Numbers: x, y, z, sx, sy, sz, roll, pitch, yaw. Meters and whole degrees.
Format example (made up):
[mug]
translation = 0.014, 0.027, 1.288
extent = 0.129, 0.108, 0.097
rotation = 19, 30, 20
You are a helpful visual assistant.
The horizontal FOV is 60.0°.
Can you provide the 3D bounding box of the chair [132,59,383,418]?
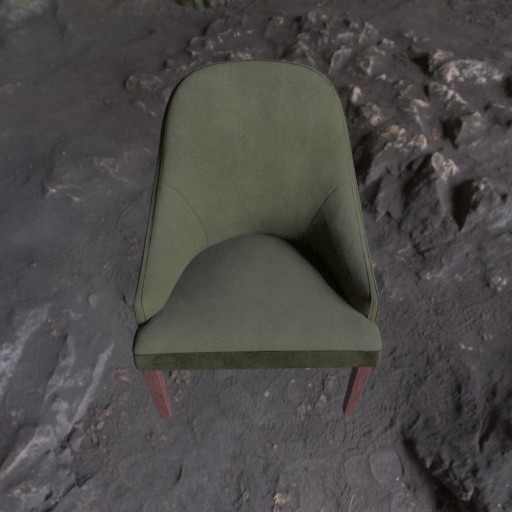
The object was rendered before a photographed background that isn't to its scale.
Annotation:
[chair]
translation = 0.000, 0.000, 1.259
extent = 0.643, 0.889, 0.575
rotation = -1, 46, -1
